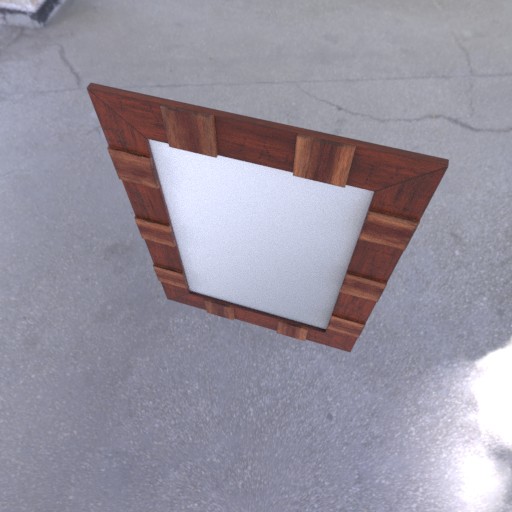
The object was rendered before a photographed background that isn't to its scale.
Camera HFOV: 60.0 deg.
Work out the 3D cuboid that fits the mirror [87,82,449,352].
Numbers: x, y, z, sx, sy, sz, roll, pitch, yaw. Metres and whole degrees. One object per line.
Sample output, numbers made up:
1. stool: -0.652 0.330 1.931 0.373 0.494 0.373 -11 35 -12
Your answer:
1. mirror: 0.000 0.000 1.047 0.600 0.805 0.021 15 59 9
